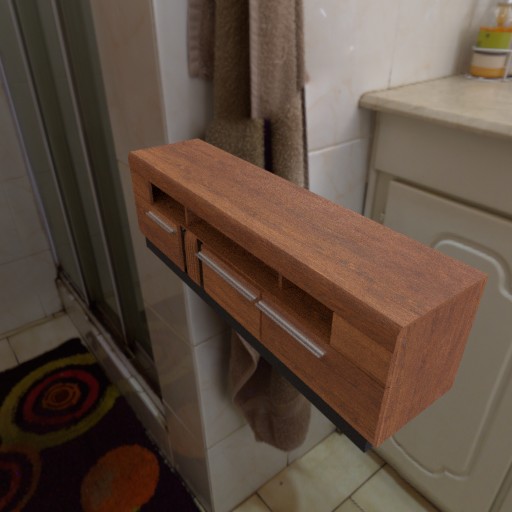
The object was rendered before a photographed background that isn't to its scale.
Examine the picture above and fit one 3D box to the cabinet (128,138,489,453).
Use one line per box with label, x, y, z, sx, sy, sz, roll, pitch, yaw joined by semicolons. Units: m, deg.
cabinet;0.000;0.000;1.802;0.419;0.510;1.600;-21;37;-30
